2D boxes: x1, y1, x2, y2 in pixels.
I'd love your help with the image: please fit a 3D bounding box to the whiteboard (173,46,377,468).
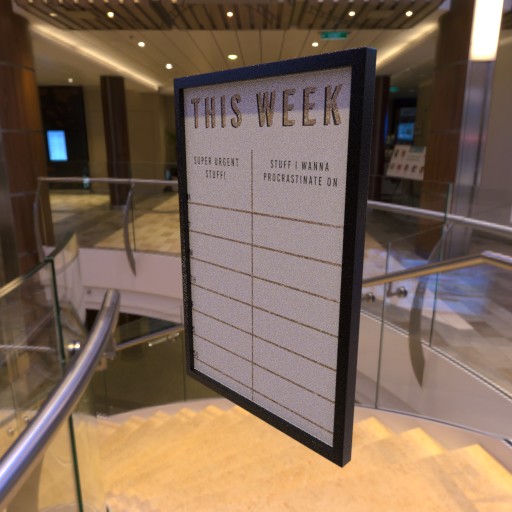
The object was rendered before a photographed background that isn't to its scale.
[{"bbox_3d":[0.000,0.000,0.766,0.406,0.611,0.026,14,20,43],"label":"whiteboard"}]
